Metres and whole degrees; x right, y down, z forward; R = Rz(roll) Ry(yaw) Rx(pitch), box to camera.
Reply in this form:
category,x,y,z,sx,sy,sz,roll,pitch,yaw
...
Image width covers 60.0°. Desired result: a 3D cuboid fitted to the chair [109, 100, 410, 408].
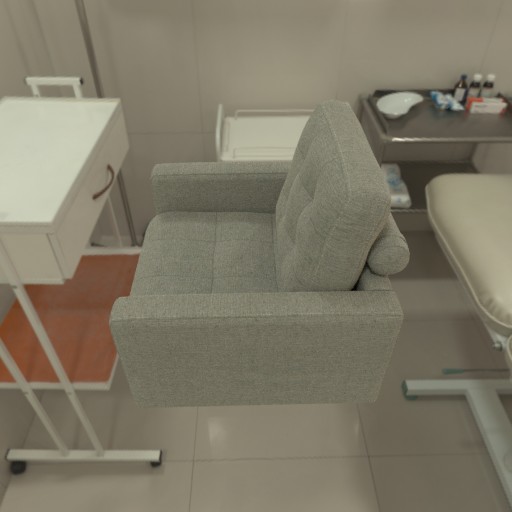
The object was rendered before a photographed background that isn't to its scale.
category,x,y,z,sx,sy,sz,roll,pitch,yaw
chair,0.000,0.000,1.541,0.843,0.880,0.821,-1,41,-1
